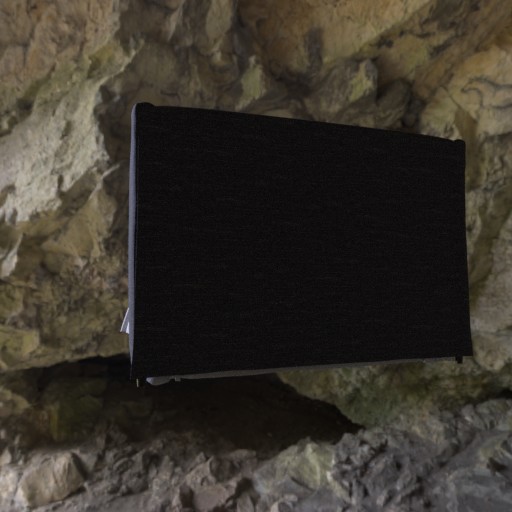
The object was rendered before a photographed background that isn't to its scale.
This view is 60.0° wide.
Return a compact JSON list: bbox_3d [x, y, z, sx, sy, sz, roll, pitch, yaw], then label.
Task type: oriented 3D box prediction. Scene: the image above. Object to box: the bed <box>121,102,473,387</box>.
[{"bbox_3d":[0.000,0.000,3.368,1.925,1.332,2.276,1,-3,-18],"label":"bed"}]
